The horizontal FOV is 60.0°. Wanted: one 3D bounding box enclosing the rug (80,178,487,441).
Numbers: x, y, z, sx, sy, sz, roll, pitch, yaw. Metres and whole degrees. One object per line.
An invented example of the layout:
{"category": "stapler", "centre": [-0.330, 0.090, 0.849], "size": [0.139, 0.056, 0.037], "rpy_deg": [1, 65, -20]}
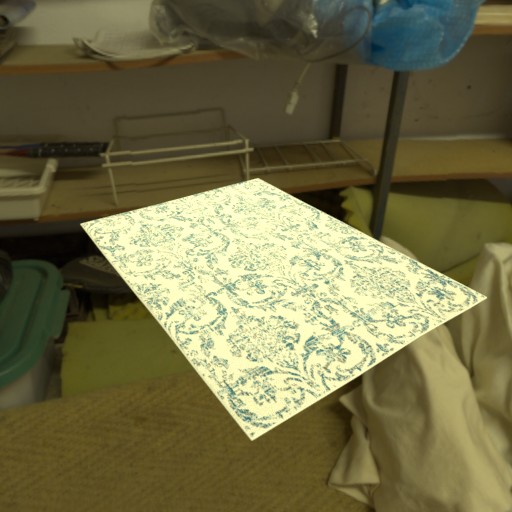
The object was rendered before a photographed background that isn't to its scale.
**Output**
{"category": "rug", "centre": [0.000, 0.000, 2.833], "size": [1.586, 0.014, 2.197], "rpy_deg": [-20, 36, -29]}
